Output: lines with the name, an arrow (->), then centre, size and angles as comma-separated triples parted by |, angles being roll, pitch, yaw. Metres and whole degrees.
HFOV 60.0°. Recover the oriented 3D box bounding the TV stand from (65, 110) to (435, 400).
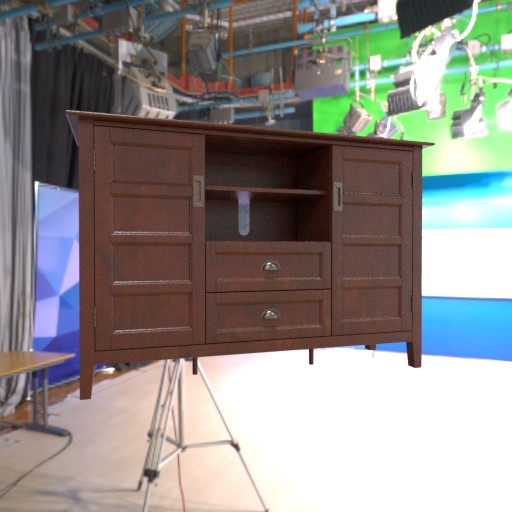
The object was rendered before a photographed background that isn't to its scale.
TV stand -> 0.000, 0.000, 1.789 | 1.372, 0.915, 0.445 | 0, 1, -18
